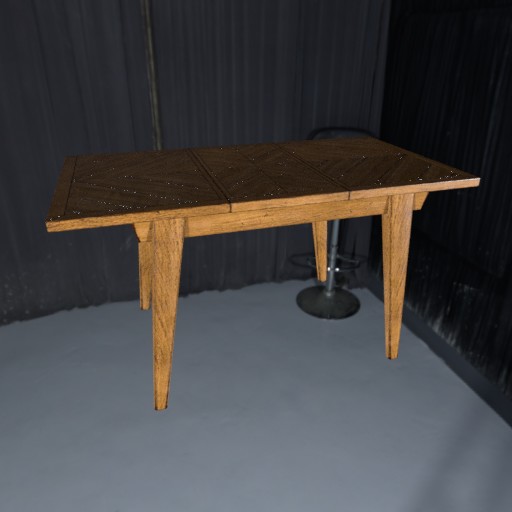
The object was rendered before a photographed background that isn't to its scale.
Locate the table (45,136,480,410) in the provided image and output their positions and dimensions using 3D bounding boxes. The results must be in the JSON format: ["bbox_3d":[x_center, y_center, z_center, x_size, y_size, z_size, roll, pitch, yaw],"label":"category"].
[{"bbox_3d":[0.000,0.000,1.848,1.400,0.760,0.757,-8,27,-15],"label":"table"}]
